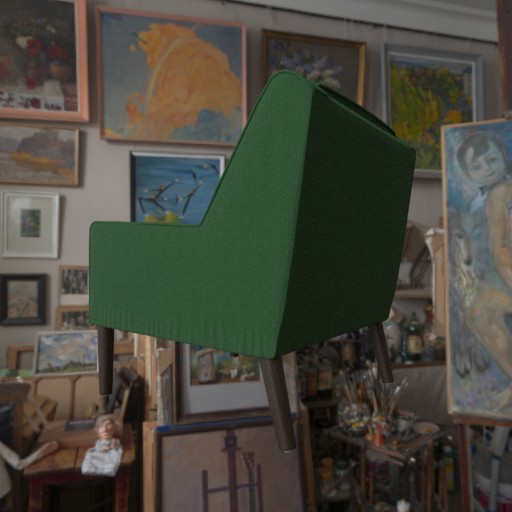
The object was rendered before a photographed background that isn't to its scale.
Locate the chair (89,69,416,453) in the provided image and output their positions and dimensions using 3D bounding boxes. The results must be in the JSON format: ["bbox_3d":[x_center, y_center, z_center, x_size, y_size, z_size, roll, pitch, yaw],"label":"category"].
[{"bbox_3d":[0.000,0.000,1.308,0.743,0.792,0.663,0,0,36],"label":"chair"}]
